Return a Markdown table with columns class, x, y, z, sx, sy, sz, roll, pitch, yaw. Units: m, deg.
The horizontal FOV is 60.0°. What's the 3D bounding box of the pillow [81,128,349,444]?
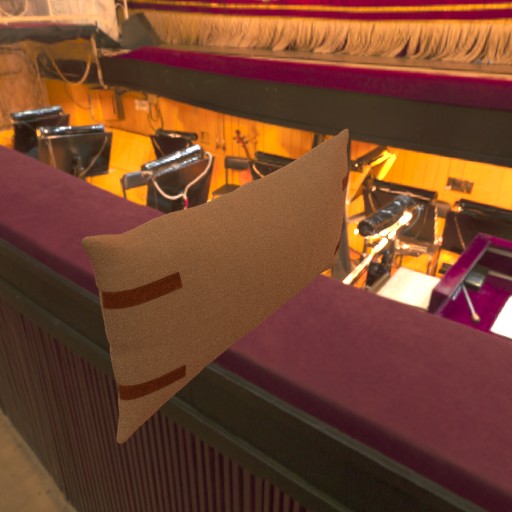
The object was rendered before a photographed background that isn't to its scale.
| class | x | y | z | sx | sy | sz | roll | pitch | yaw |
| --- | --- | --- | --- | --- | --- | --- | --- | --- | --- |
| pillow | 0.000 | 0.000 | 0.734 | 0.148 | 0.308 | 0.612 | 20 | 34 | 32 |
